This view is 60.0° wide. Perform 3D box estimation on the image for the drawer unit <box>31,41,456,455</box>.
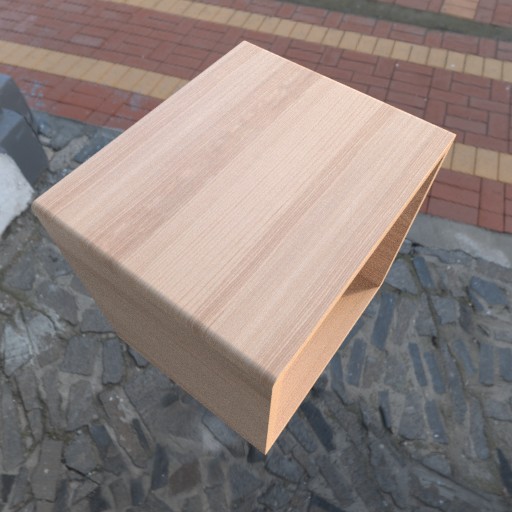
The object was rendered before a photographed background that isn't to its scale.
[{"bbox_3d":[0.000,0.000,0.600,0.290,0.344,0.344,32,63,19],"label":"drawer unit"}]
